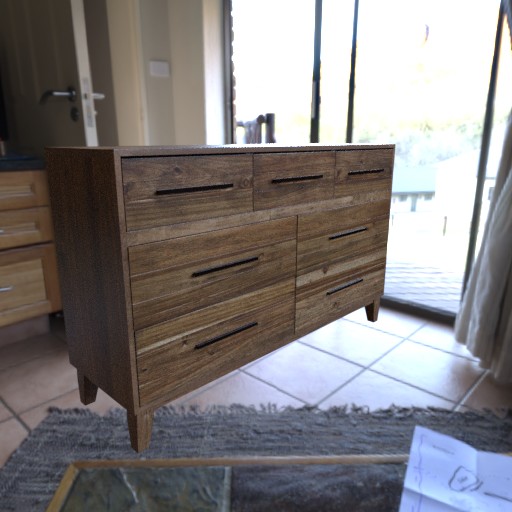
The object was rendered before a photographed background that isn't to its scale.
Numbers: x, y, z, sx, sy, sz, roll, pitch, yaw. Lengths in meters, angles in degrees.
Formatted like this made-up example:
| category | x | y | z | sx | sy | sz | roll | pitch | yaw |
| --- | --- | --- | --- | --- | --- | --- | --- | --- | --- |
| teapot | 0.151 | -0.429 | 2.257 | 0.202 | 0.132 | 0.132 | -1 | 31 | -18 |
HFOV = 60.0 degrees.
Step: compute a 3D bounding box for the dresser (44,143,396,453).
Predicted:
| category | x | y | z | sx | sy | sz | roll | pitch | yaw |
| --- | --- | --- | --- | --- | --- | --- | --- | --- | --- |
| dresser | 0.000 | 0.000 | 1.799 | 0.446 | 0.873 | 1.400 | 14 | 20 | 43 |
